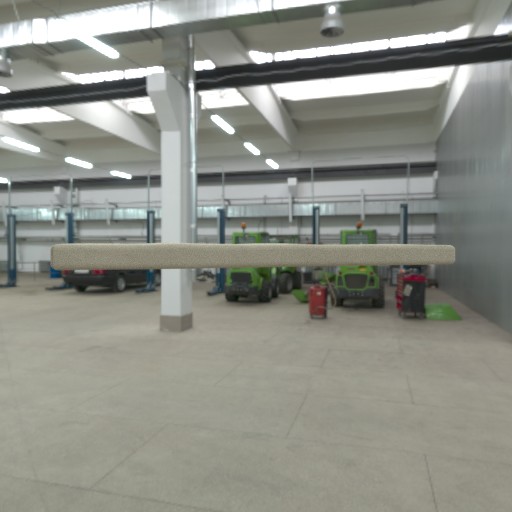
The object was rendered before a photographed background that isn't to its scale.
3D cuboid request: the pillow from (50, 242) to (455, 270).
[{"bbox_3d":[0.000,0.000,1.401,1.187,0.081,0.492,0,1,-20],"label":"pillow"}]
